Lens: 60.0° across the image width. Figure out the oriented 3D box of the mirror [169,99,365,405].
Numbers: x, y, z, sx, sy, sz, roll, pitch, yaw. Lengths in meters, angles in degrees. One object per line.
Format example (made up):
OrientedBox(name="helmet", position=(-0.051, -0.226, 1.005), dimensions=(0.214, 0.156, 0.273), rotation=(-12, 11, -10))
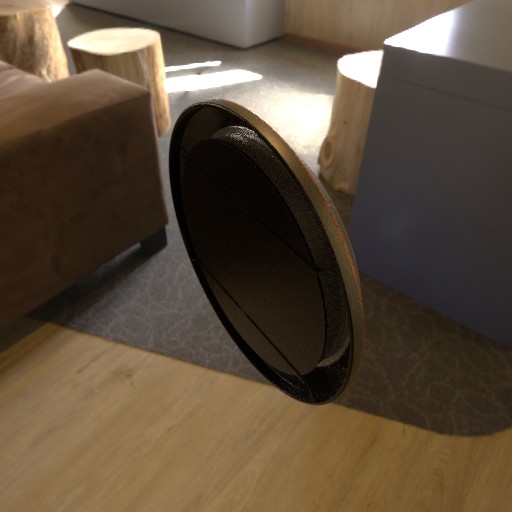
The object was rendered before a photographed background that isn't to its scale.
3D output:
OrientedBox(name="mirror", position=(0.000, 0.000, 1.312), dimensions=(0.111, 0.907, 0.907), rotation=(-25, 47, -25))
